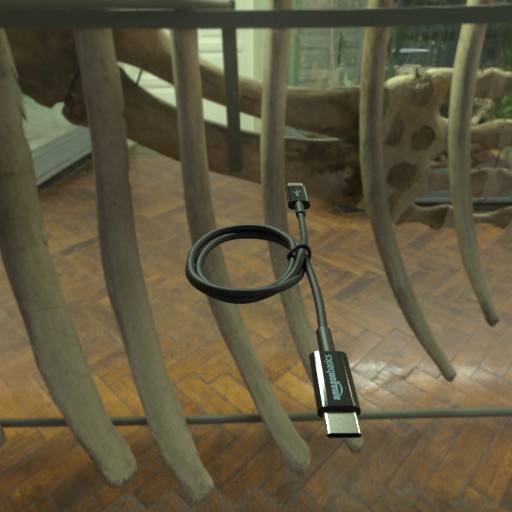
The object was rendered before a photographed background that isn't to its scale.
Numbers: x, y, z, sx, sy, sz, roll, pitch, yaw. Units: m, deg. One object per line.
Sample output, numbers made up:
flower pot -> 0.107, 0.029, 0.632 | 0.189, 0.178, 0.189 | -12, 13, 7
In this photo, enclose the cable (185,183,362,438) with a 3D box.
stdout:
cable -> 0.000, 0.000, 0.222 | 0.070, 0.014, 0.203 | 0, 31, 0
